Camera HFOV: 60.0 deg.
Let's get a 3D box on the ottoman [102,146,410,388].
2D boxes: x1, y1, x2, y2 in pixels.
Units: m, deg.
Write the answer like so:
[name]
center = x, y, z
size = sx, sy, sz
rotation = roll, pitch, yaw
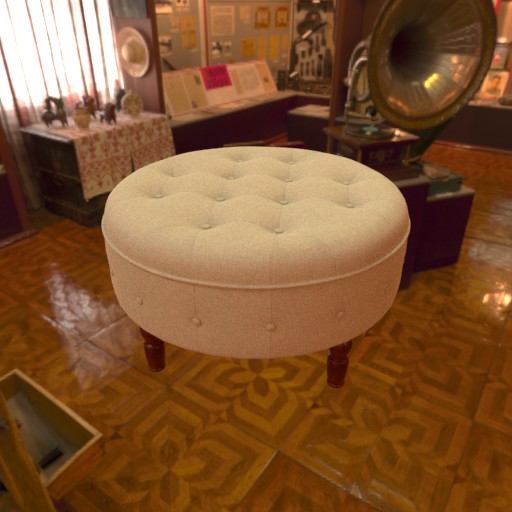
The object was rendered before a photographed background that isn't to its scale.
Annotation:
[ottoman]
center = 0.000, 0.000, 1.352
size = 0.849, 0.478, 0.849
rotation = 0, 29, 0
